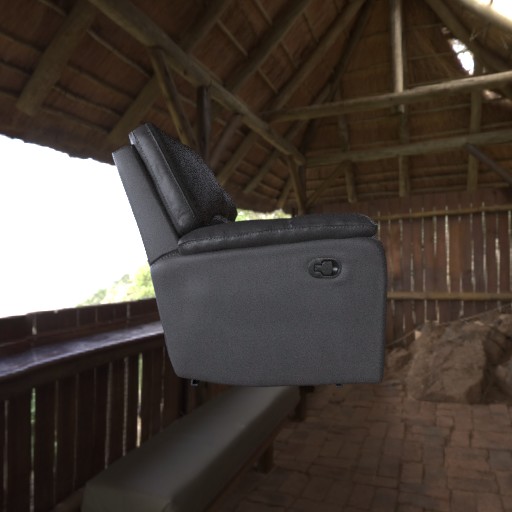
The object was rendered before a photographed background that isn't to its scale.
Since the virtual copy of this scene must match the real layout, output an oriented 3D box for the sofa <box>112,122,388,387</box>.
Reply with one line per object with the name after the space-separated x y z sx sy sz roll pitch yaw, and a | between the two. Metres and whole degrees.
0.000 0.000 2.492 1.104 1.111 1.765 0 1 1 | sofa
